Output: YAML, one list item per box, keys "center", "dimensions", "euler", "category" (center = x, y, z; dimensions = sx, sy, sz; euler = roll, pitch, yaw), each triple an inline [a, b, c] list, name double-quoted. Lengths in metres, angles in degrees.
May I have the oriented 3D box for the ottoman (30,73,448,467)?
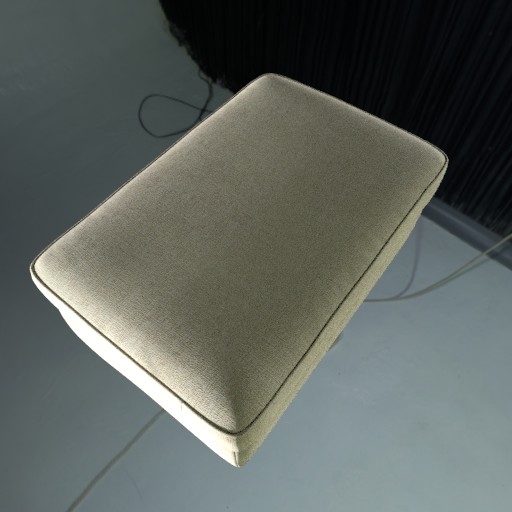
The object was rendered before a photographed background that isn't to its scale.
- center: [0.000, 0.000, 1.164]
  dimensions: [0.583, 0.484, 0.862]
  euler: [33, 63, 19]
  category: "ottoman"
